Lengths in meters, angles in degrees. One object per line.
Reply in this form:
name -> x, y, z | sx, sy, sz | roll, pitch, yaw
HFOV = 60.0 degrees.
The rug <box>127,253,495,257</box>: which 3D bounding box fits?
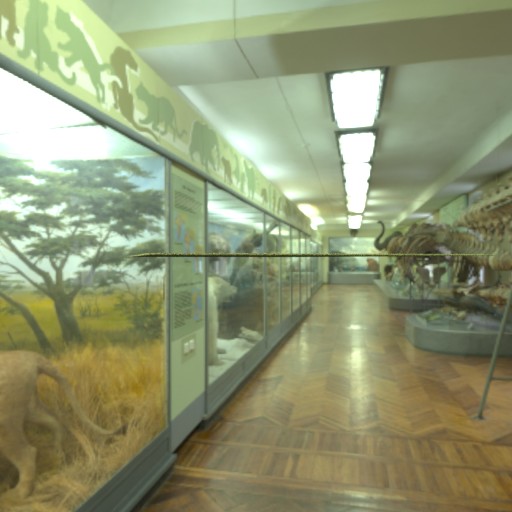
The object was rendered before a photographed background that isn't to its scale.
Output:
rug -> 0.000, 0.000, 2.857 | 1.529, 0.007, 2.297 | 0, 0, -18
